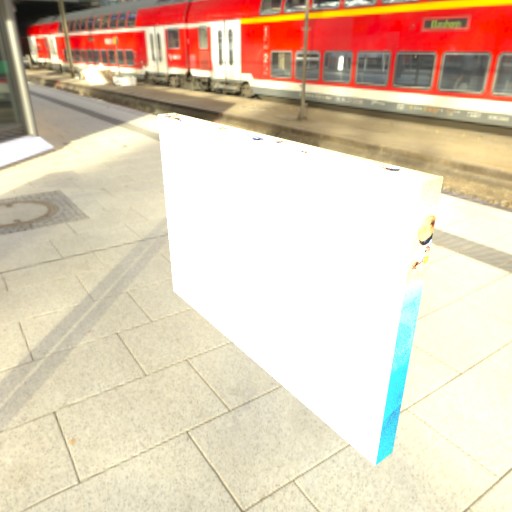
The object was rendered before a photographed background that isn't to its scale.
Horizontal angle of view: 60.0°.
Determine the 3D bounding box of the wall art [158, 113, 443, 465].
[{"bbox_3d":[0.000,0.000,1.118,0.057,0.595,0.894,-18,31,-33],"label":"wall art"}]
